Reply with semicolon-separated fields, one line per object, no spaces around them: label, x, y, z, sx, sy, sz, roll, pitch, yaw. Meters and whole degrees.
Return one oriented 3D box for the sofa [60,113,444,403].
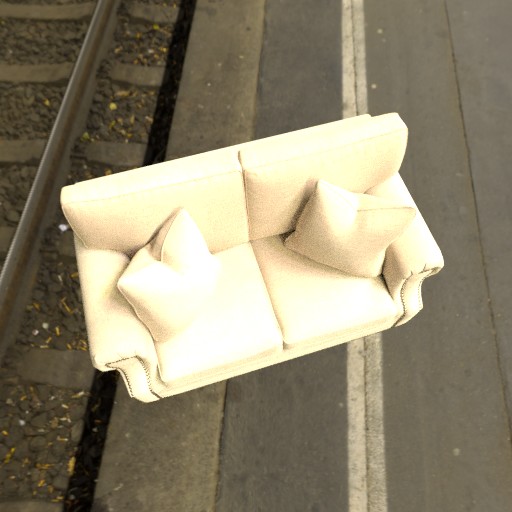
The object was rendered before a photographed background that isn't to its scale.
sofa;0.000;0.000;2.260;1.701;0.966;0.966;-15;65;-7
